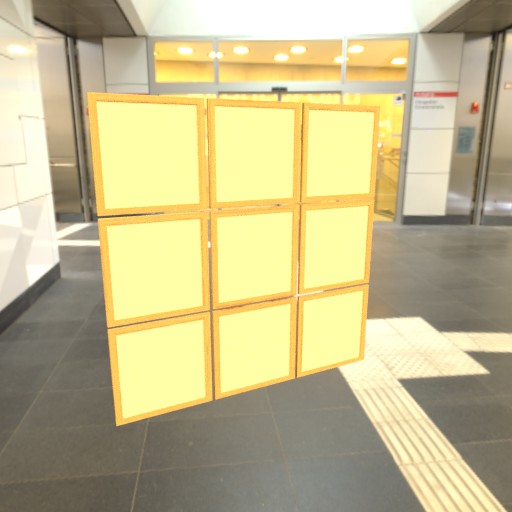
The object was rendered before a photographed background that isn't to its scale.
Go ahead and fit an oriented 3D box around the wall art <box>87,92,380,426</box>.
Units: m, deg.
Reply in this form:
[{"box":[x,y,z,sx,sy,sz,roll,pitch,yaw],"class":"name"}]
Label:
[{"box":[0.000,0.000,1.834,1.214,1.219,0.013,-7,16,-26],"class":"wall art"}]
